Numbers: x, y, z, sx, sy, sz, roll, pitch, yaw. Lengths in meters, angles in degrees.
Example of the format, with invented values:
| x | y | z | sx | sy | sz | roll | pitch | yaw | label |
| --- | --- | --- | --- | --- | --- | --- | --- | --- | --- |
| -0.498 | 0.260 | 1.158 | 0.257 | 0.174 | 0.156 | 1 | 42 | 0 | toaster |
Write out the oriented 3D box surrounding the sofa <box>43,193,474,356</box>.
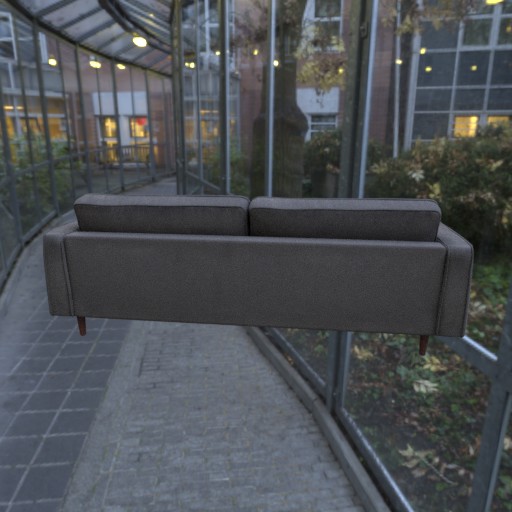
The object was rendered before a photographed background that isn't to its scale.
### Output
| x | y | z | sx | sy | sz | roll | pitch | yaw | label |
| --- | --- | --- | --- | --- | --- | --- | --- | --- | --- |
| 0.000 | 0.000 | 2.736 | 2.295 | 0.813 | 0.923 | 2 | 16 | 7 | sofa |
